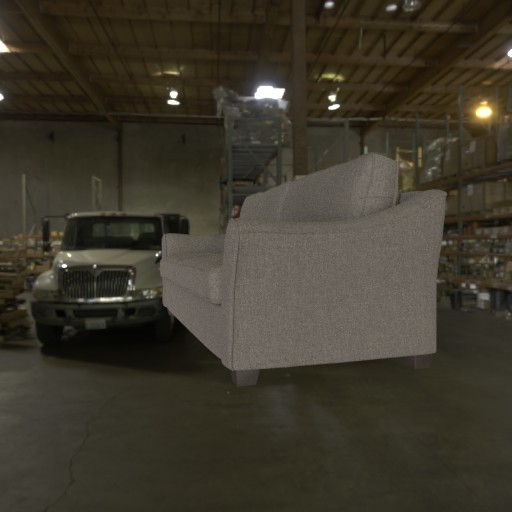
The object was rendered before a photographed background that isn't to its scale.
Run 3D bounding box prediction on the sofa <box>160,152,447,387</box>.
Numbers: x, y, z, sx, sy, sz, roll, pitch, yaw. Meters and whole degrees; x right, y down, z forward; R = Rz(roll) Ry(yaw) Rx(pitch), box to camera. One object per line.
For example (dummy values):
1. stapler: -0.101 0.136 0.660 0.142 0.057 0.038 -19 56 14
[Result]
1. sofa: 0.000 0.000 2.781 1.013 0.976 2.203 0 1 -19
